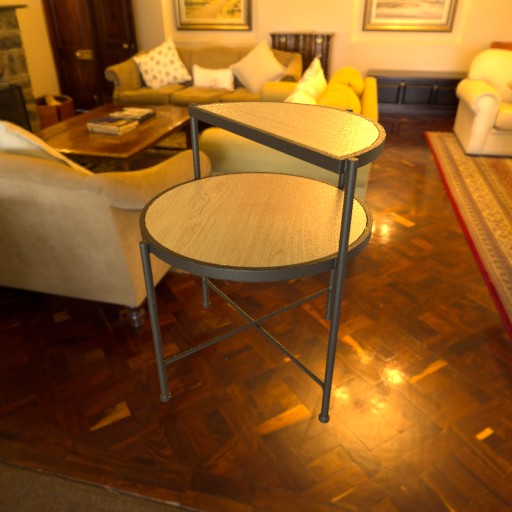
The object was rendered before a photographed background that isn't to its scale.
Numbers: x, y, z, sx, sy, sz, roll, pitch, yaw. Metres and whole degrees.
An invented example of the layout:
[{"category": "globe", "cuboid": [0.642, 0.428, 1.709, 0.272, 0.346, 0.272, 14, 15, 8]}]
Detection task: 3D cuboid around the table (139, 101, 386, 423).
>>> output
[{"category": "table", "cuboid": [0.000, 0.000, 1.178, 0.628, 0.684, 0.629, -20, 36, -30]}]
